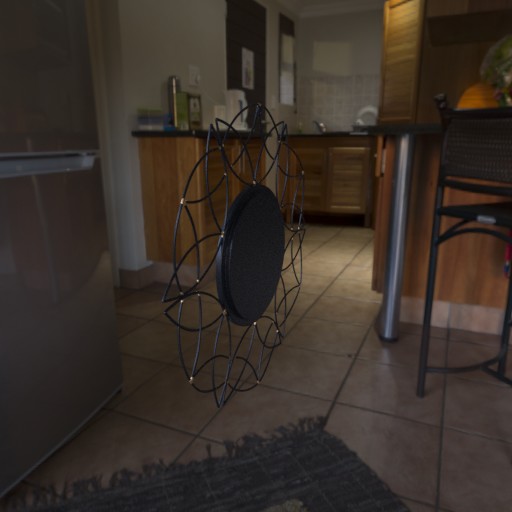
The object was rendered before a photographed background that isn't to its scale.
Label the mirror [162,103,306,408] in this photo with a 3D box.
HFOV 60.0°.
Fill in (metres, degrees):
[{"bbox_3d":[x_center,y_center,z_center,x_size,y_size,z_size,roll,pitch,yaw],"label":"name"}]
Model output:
[{"bbox_3d":[0.000,0.000,1.188,0.028,0.775,0.797,8,18,25],"label":"mirror"}]
